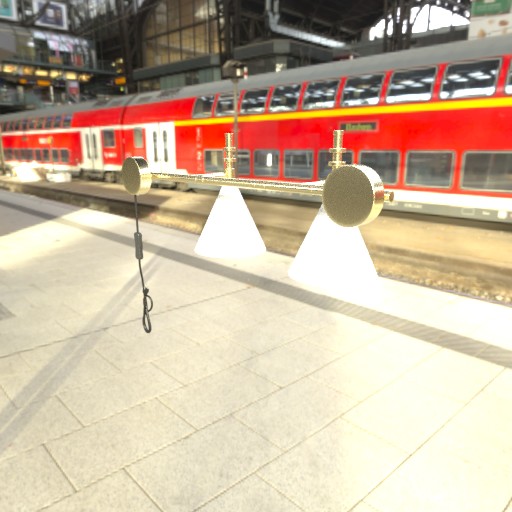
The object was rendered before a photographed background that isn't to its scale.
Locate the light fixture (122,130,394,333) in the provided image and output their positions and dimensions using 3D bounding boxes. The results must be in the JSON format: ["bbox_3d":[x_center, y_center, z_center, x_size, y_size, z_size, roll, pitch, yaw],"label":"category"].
[{"bbox_3d":[0.000,0.000,0.867,0.239,0.468,0.642,-14,19,-43],"label":"light fixture"}]
